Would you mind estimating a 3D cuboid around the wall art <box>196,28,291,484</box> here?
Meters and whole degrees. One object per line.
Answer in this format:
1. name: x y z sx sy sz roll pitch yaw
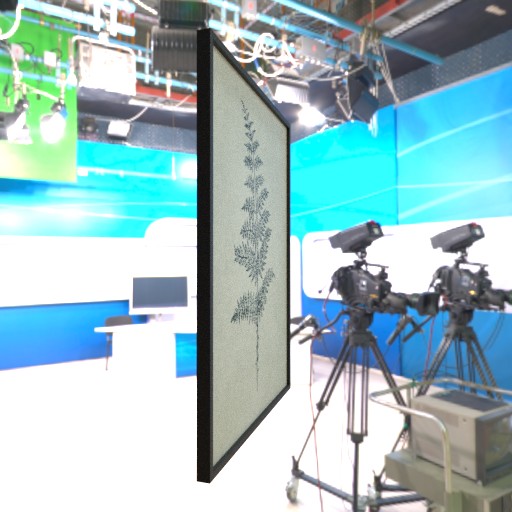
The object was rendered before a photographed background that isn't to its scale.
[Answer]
1. wall art: 0.000 0.000 1.426 0.036 1.070 0.802 0 0 18
